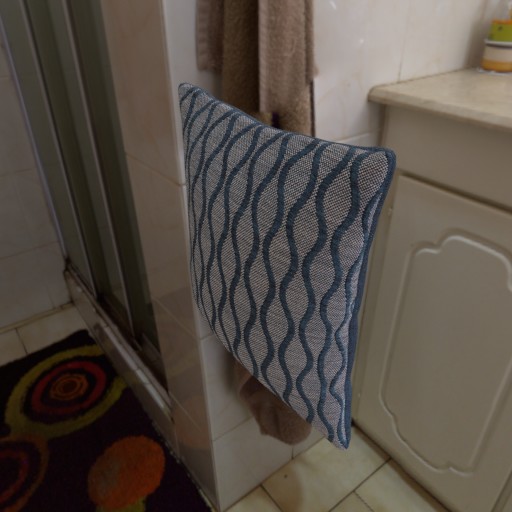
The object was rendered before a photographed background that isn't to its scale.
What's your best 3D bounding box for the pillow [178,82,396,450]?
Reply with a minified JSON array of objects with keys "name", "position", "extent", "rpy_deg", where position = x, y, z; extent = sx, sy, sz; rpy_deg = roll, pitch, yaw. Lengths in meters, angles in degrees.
[{"name":"pillow","position":[0.000,0.000,0.662],"extent":[0.159,0.435,0.435],"rpy_deg":[-21,38,-29]}]
